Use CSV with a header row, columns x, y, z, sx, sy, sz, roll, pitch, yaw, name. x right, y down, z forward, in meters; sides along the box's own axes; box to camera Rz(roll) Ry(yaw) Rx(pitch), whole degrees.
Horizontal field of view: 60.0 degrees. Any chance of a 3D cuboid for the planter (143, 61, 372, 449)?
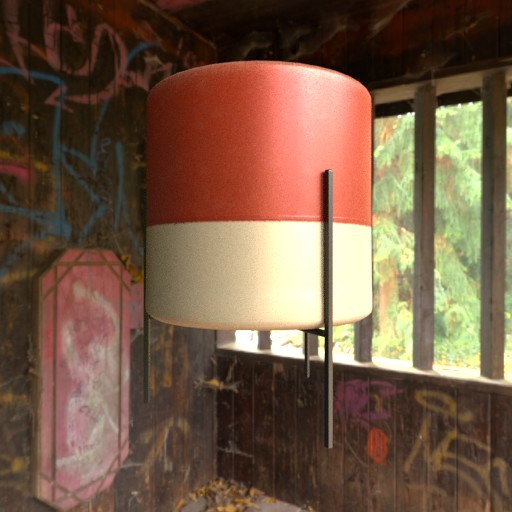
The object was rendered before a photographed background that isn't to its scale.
x,y,z,sx,sy,sz,roll,pitch,yaw,name
0.000,0.000,0.695,0.354,0.465,0.345,0,0,2,planter
